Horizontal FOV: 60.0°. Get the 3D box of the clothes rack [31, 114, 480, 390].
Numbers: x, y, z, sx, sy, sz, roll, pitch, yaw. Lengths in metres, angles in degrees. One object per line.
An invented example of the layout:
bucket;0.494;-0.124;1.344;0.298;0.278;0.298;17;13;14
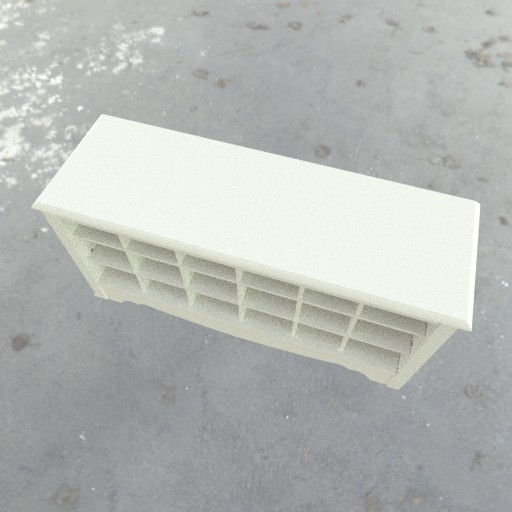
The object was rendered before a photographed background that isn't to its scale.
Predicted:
clothes rack;0.000;0.000;1.488;1.218;0.558;0.405;15;59;10
